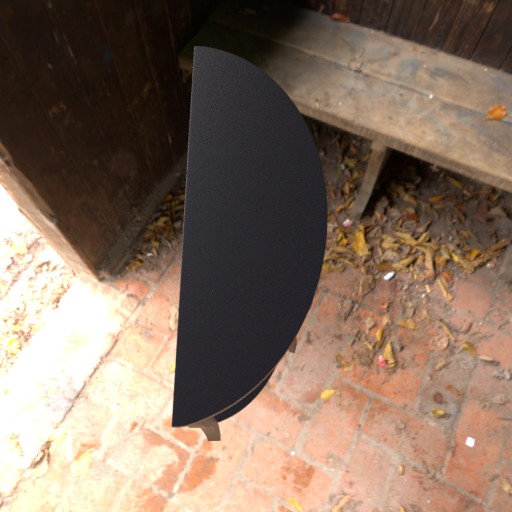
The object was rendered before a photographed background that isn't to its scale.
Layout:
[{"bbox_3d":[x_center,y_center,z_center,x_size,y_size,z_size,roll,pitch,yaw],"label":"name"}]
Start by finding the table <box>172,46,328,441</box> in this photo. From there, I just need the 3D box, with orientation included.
[{"bbox_3d":[0.000,0.000,1.586,0.394,0.780,1.219,-1,63,-1],"label":"table"}]
